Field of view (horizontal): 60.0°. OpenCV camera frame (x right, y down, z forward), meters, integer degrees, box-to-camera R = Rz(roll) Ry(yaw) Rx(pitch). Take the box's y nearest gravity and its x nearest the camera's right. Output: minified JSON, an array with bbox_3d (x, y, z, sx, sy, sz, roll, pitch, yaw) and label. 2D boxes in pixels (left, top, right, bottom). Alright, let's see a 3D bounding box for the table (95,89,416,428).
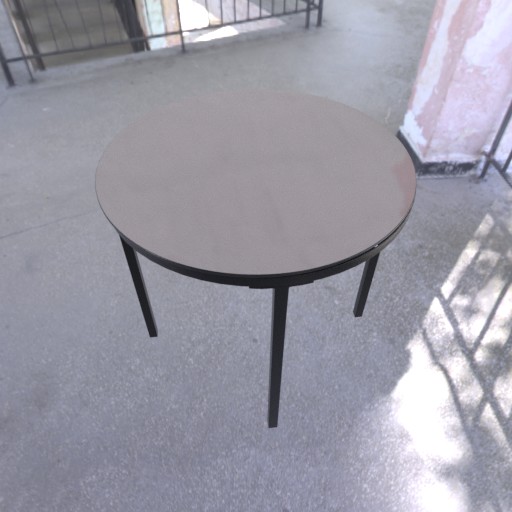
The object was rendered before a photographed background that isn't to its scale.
[{"bbox_3d":[0.000,0.000,0.866,0.499,0.443,0.499,0,46,0],"label":"table"}]
